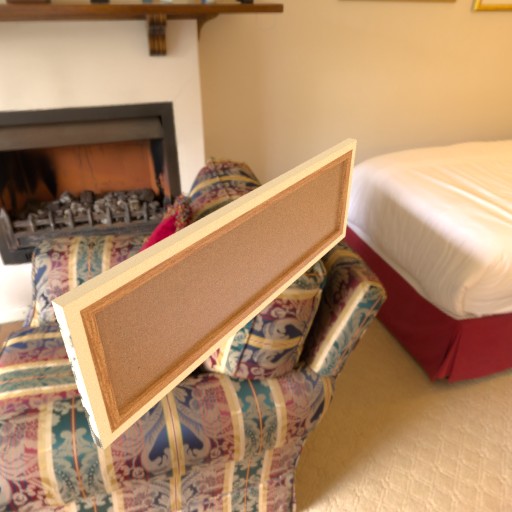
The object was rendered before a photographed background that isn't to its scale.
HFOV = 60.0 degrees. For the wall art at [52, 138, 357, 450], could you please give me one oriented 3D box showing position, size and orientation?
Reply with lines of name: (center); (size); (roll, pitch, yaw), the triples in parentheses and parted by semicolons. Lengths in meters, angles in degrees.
wall art: (0.000, 0.000, 1.645); (0.044, 0.507, 1.520); (21, 37, 30)
